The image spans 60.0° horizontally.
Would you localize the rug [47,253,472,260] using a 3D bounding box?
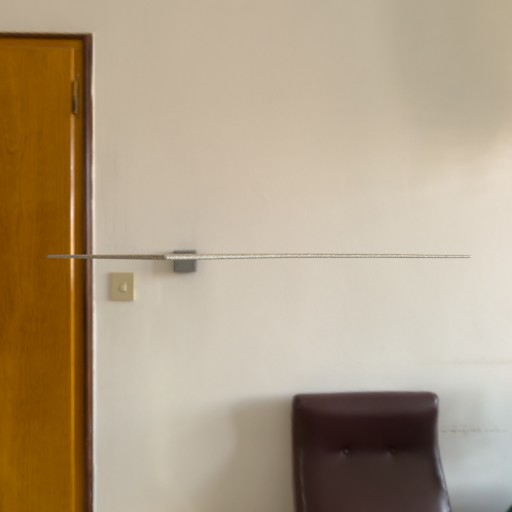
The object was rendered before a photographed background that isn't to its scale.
[{"bbox_3d":[0.000,0.000,4.043,3.017,0.035,2.472,0,0,-37],"label":"rug"}]
